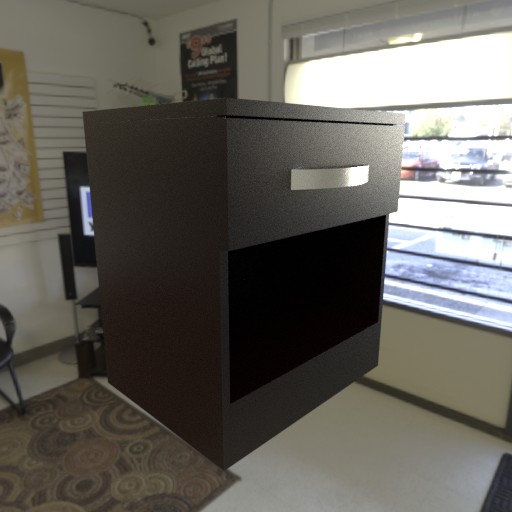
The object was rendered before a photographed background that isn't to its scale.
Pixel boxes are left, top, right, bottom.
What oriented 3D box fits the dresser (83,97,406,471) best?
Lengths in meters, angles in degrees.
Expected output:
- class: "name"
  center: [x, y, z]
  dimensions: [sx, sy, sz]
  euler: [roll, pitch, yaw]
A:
- class: "dresser"
  center: [0.000, 0.000, 0.761]
  dimensions: [0.360, 0.470, 0.400]
  euler: [14, 20, 43]
